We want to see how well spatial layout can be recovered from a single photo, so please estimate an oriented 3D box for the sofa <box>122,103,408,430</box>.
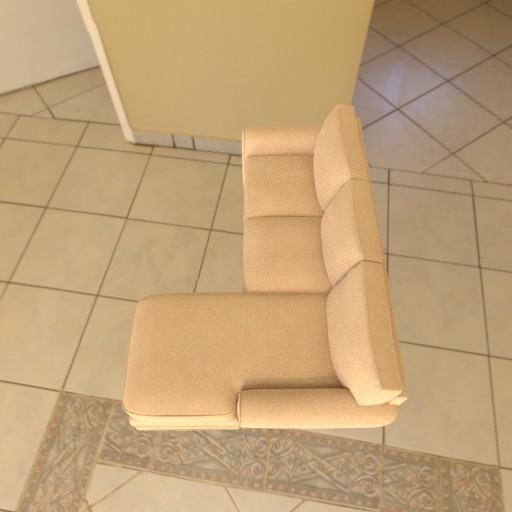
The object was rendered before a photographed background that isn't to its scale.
[{"bbox_3d":[0.000,0.000,2.390,1.226,0.734,1.770,0,60,0],"label":"sofa"}]
